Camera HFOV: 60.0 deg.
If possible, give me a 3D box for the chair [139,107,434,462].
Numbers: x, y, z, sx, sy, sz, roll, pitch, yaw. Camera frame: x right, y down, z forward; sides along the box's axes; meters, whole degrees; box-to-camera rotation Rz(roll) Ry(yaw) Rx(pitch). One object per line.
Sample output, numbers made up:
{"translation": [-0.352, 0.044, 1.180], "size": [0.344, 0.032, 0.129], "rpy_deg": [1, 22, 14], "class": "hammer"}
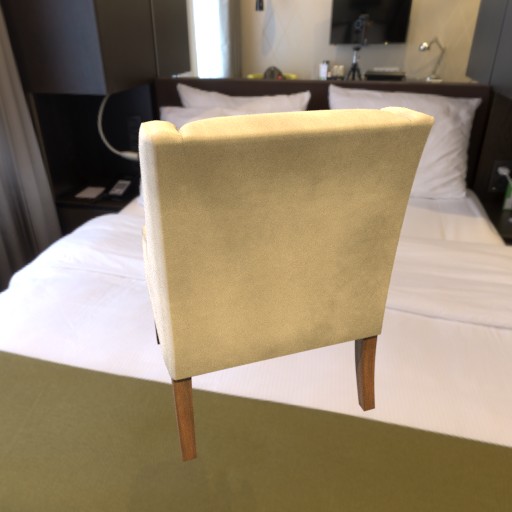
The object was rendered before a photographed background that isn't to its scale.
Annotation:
{"translation": [0.000, 0.000, 1.317], "size": [0.629, 0.895, 0.629], "rpy_deg": [-9, 29, -16], "class": "chair"}
